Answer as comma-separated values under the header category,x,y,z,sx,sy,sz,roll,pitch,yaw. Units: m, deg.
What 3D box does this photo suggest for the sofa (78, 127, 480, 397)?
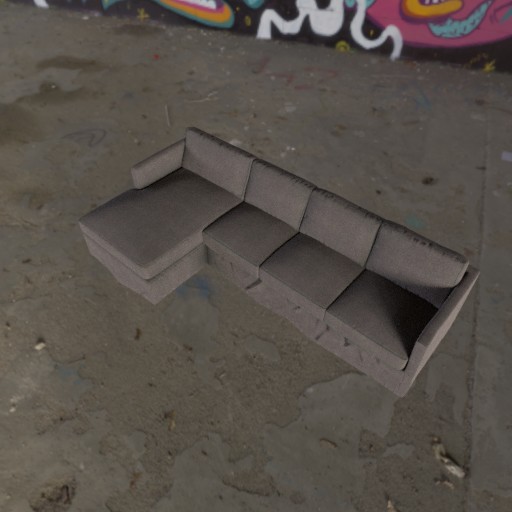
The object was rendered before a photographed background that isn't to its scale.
category,x,y,z,sx,sy,sz,roll,pitch,yaw
sofa,0.000,0.000,3.914,3.205,0.922,1.650,32,54,27
